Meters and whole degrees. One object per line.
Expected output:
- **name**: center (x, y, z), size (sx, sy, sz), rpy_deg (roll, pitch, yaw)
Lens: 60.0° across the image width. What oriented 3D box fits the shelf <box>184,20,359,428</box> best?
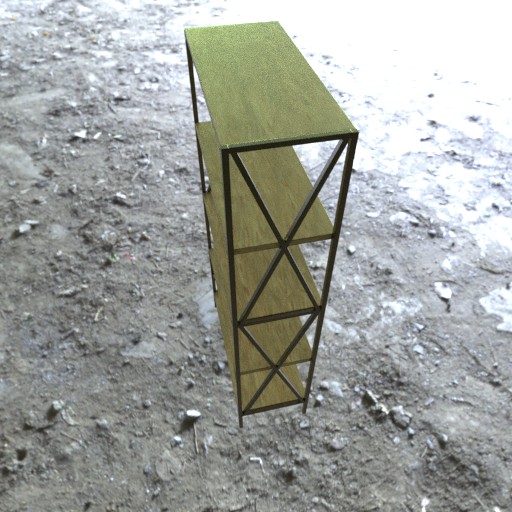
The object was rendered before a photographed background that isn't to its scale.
- **shelf**: center (0.000, 0.000, 2.139), size (0.386, 1.803, 0.874), rpy_deg (-9, 47, -9)
